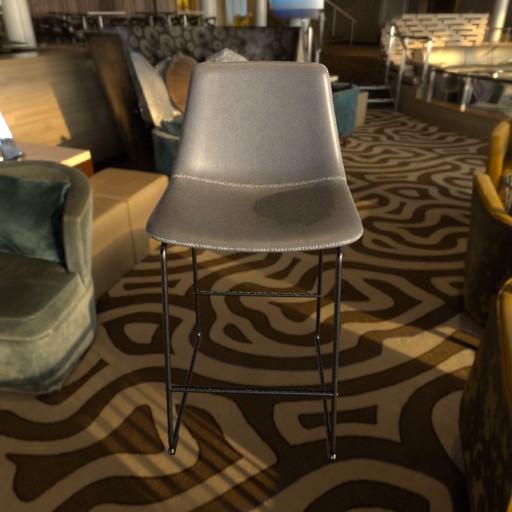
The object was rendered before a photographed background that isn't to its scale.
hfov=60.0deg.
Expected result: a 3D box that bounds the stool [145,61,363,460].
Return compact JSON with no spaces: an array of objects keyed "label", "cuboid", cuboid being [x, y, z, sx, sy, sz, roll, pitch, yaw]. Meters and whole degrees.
[{"label":"stool","cuboid":[0.000,0.000,1.138,0.470,0.876,0.546,1,29,2]}]
